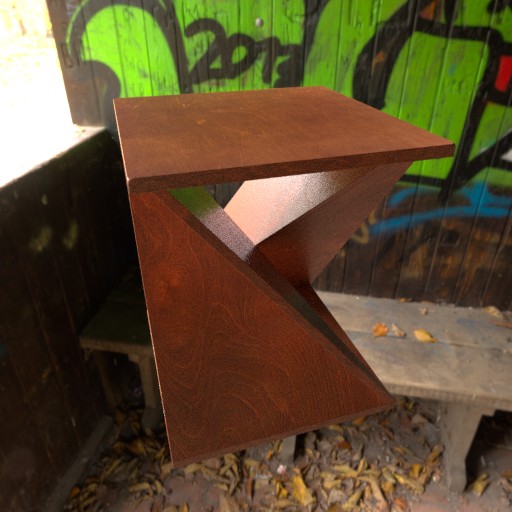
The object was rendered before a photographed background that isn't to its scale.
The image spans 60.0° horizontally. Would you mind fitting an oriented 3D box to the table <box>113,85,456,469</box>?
[{"bbox_3d":[0.000,0.000,0.845,0.427,0.520,0.427,-9,32,-15],"label":"table"}]
